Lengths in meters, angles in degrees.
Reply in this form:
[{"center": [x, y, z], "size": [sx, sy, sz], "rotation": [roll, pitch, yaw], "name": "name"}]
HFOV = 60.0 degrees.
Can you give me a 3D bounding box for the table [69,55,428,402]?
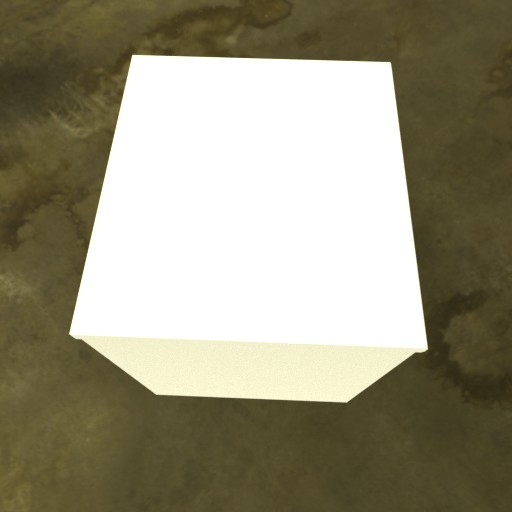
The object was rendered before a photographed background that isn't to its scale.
[{"center": [0.000, 0.000, 0.765], "size": [0.380, 0.460, 0.420], "rotation": [2, 64, 1], "name": "table"}]
